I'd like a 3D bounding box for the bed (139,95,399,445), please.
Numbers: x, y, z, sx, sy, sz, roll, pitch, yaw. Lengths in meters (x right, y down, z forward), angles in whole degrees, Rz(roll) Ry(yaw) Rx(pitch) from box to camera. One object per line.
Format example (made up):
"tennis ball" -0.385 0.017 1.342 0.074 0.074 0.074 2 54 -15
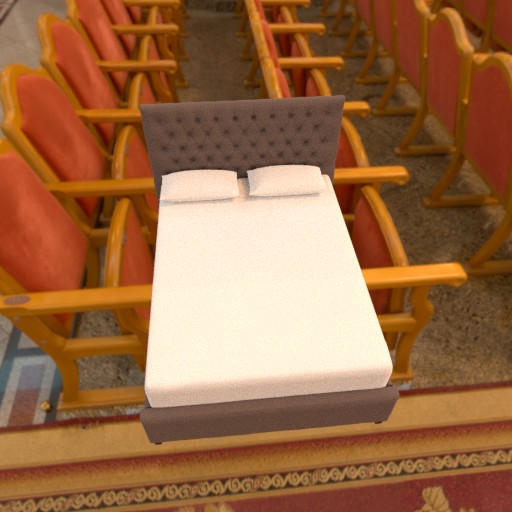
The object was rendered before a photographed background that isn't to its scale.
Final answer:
"bed" 0.000 0.000 3.390 1.696 1.426 2.233 -4 47 -4
